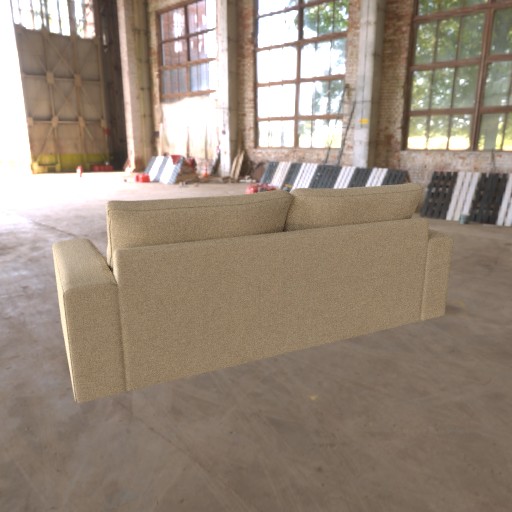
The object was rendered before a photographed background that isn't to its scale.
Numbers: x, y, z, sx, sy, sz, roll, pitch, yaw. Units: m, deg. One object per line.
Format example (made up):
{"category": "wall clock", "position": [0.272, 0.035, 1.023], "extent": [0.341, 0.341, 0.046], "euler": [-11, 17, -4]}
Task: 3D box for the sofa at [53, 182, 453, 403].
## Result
{"category": "sofa", "position": [0.000, 0.000, 2.798], "extent": [2.299, 0.922, 1.040], "euler": [-7, 17, -25]}
